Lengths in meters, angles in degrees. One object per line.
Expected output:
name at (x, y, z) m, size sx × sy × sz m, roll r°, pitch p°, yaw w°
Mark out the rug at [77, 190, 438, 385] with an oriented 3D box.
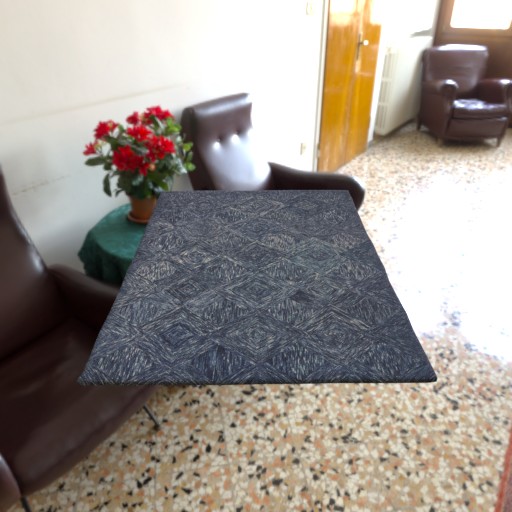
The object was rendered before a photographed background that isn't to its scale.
rug at (0.000, 0.000, 4.262) m, size 2.385 × 0.024 × 3.245 m, roll 0°, pitch 31°, yaw -1°
